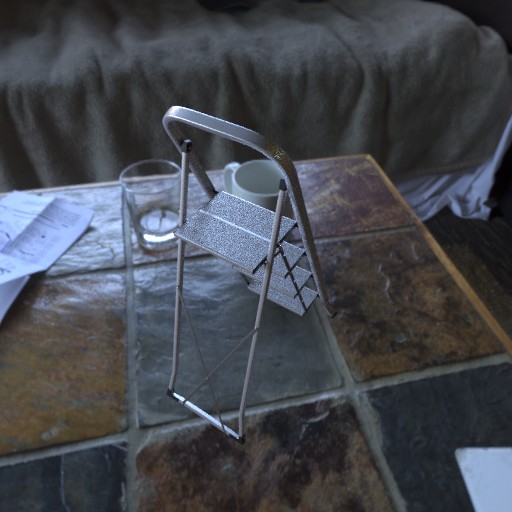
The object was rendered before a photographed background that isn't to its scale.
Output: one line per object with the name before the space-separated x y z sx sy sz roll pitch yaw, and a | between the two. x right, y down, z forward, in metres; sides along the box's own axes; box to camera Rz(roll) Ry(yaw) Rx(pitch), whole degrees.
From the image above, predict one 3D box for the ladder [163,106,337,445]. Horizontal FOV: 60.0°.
ladder | 0.000 0.000 1.682 0.465 1.290 0.830 25 51 23
